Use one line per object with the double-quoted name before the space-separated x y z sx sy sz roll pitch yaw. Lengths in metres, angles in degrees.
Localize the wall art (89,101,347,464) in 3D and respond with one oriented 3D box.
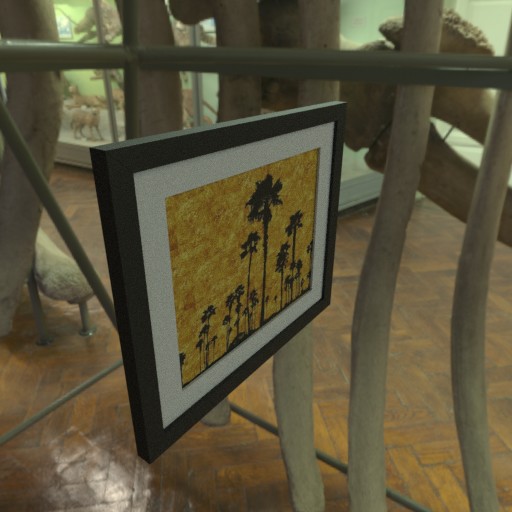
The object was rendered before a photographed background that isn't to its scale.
"wall art" 0.000 0.000 0.765 0.028 0.460 0.561 18 30 33
